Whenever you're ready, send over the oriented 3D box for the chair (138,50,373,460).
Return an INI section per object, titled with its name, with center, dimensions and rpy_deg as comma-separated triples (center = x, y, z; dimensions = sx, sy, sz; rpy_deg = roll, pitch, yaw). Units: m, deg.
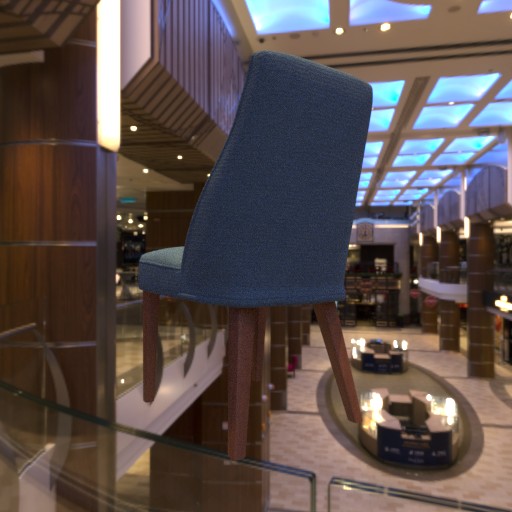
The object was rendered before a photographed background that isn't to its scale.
[chair]
center = 0.000, 0.000, 1.300
dimensions = 0.500, 0.930, 0.620
rpy_deg = 0, 0, -35
